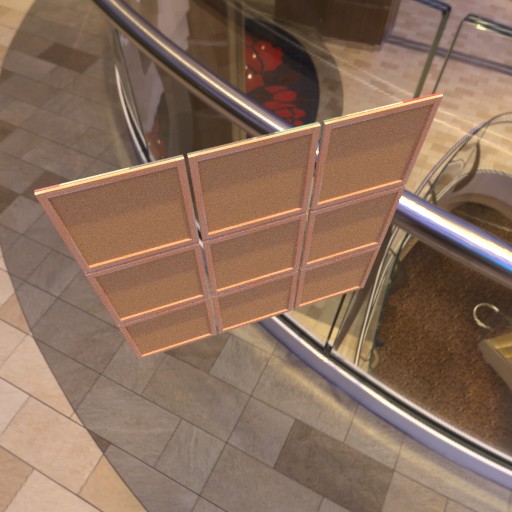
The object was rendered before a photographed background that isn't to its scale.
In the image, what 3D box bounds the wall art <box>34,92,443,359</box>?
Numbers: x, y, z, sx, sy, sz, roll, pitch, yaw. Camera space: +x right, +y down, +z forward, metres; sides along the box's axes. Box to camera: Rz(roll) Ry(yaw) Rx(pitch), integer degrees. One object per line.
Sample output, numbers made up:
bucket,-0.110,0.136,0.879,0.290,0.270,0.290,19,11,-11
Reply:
wall art,0.000,0.000,1.324,0.911,0.910,0.012,-16,58,-10
